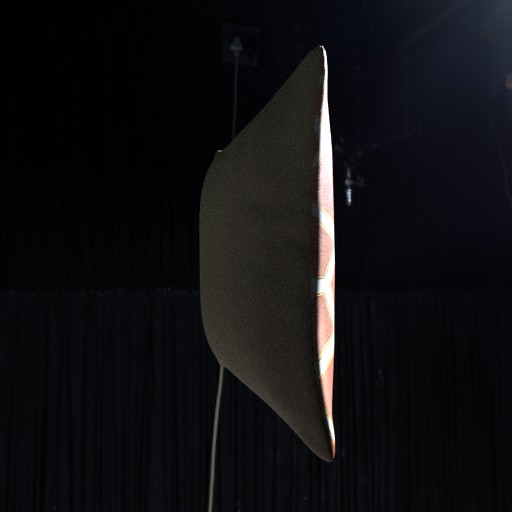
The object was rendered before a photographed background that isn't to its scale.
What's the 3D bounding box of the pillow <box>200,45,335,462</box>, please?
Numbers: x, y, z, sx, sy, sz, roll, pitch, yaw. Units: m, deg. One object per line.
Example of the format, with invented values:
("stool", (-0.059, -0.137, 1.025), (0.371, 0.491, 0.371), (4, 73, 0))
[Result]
("pillow", (0.000, 0.000, 0.797), (0.166, 0.508, 0.552), (0, -1, -18))
